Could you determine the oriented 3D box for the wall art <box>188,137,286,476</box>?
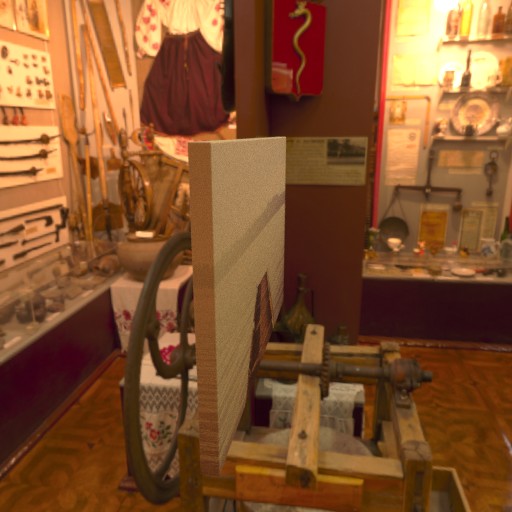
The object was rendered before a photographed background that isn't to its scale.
[{"bbox_3d":[0.000,0.000,1.186,0.037,0.609,0.916,3,16,10],"label":"wall art"}]
